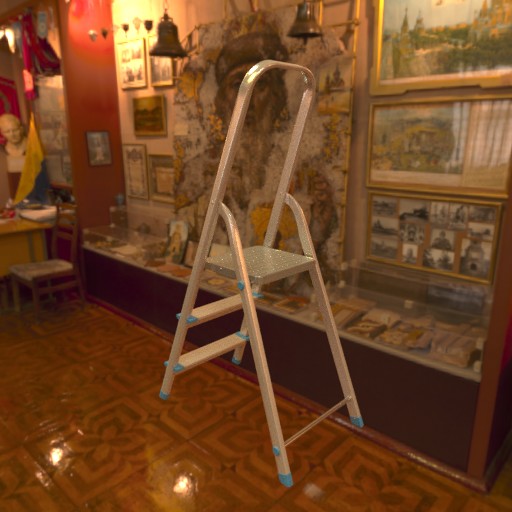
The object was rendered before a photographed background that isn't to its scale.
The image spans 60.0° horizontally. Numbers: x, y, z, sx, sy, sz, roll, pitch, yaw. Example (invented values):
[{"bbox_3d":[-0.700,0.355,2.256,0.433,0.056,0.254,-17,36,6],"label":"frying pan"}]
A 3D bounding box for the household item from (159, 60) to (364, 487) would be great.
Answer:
[{"bbox_3d":[0.000,0.000,1.531,0.687,1.215,0.420,14,21,43],"label":"household item"}]
